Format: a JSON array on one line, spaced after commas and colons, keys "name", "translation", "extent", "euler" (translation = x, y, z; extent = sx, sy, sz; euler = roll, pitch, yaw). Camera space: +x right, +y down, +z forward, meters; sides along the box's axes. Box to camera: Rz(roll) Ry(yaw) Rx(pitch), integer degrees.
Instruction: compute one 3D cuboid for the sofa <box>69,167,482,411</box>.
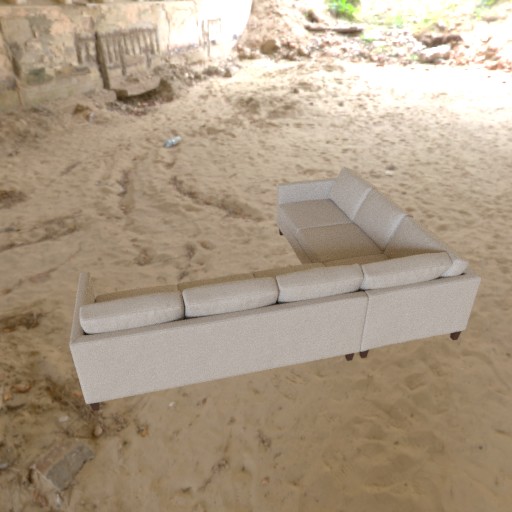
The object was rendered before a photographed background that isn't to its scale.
[{"name": "sofa", "translation": [0.000, 0.000, 4.366], "extent": [3.182, 0.863, 2.432], "euler": [-8, 31, -13]}]
